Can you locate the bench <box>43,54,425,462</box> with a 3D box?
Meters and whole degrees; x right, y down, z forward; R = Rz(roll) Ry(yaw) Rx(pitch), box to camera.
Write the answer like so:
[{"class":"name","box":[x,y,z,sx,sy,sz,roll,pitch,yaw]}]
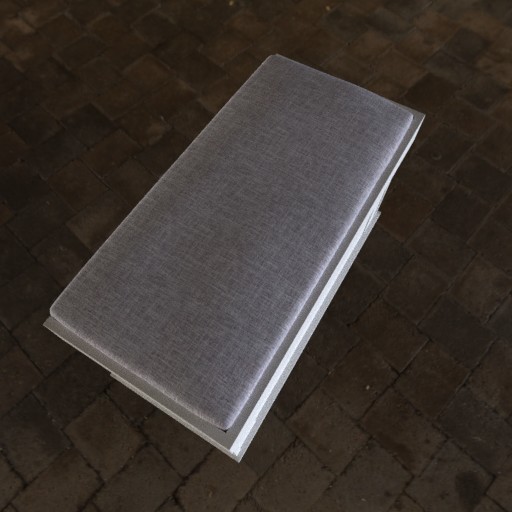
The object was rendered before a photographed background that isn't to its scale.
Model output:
[{"class":"bench","box":[0.000,0.000,0.981,0.362,0.461,0.734,28,66,14]}]
